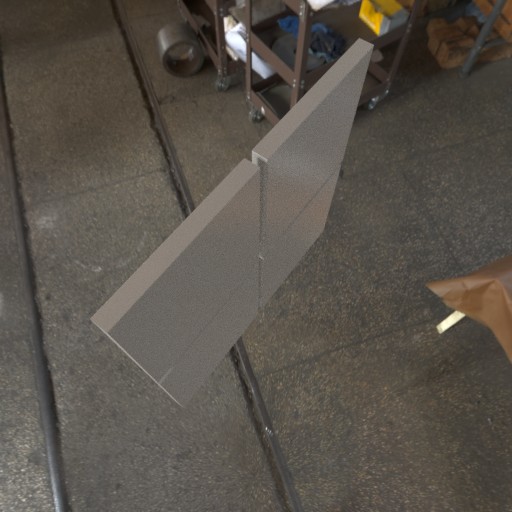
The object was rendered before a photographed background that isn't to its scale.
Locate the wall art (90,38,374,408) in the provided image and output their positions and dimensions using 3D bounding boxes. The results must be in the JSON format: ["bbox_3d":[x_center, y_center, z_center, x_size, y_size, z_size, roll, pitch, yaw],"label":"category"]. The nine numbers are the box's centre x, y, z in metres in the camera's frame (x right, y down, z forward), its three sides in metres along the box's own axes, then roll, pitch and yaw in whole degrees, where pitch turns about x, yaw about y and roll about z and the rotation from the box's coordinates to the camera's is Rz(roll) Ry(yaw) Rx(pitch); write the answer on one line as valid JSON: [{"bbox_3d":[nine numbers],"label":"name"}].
[{"bbox_3d":[0.000,0.000,0.898,0.029,0.611,0.611,34,68,16],"label":"wall art"}]
